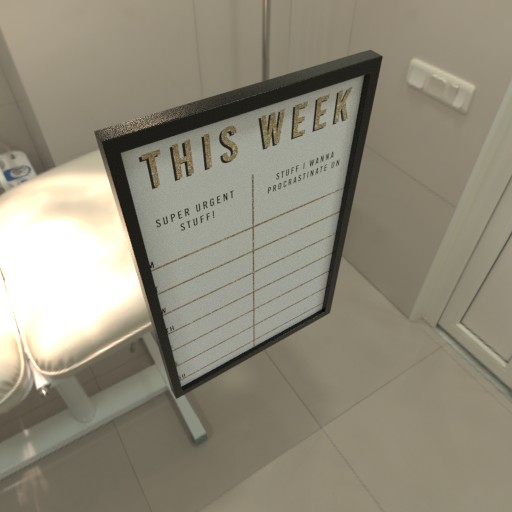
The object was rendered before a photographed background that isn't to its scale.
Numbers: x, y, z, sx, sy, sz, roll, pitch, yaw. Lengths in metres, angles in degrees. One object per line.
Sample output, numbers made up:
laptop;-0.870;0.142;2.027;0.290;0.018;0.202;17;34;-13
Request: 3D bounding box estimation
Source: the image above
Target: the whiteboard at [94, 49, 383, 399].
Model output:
whiteboard;0.000;0.000;0.776;0.406;0.611;0.026;-25;52;-22
